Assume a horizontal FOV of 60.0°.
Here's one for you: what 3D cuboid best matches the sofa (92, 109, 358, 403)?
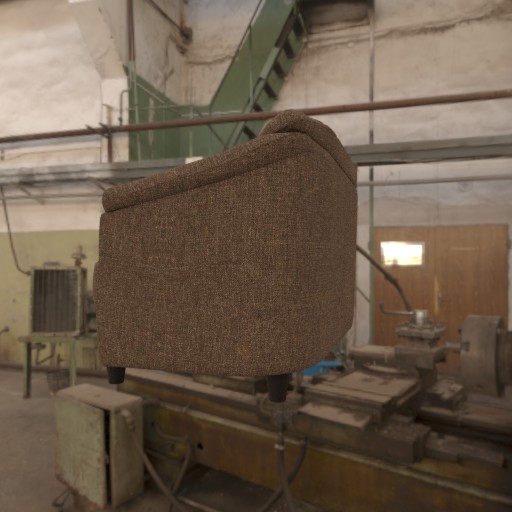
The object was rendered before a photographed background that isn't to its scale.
[{"bbox_3d":[0.000,0.000,1.951,0.799,0.895,1.404,0,0,19],"label":"sofa"}]
